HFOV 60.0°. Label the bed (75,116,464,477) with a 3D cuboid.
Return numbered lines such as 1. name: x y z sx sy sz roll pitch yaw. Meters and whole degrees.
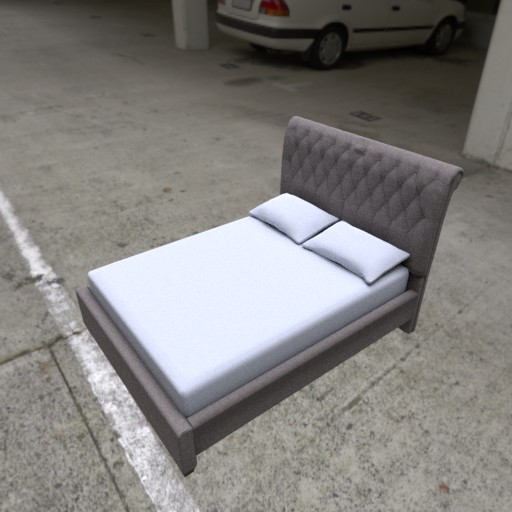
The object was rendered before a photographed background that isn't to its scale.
1. bed: 0.000 0.000 3.271 2.252 1.371 1.645 -22 38 -31
